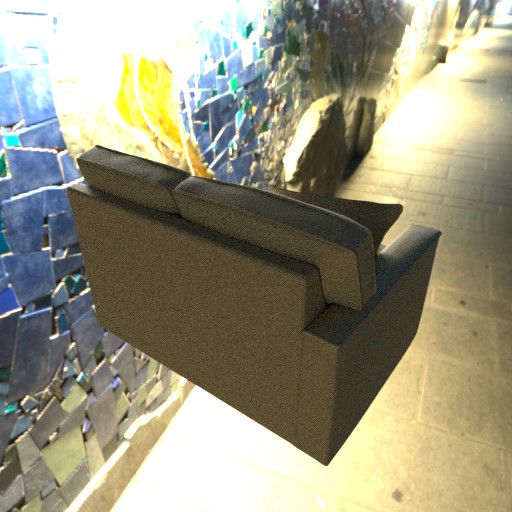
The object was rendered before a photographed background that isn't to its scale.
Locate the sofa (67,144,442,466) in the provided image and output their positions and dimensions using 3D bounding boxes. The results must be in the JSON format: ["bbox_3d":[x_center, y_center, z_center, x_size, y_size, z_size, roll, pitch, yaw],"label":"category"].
[{"bbox_3d":[0.000,0.000,2.087,1.388,0.989,0.991,20,36,31],"label":"sofa"}]
